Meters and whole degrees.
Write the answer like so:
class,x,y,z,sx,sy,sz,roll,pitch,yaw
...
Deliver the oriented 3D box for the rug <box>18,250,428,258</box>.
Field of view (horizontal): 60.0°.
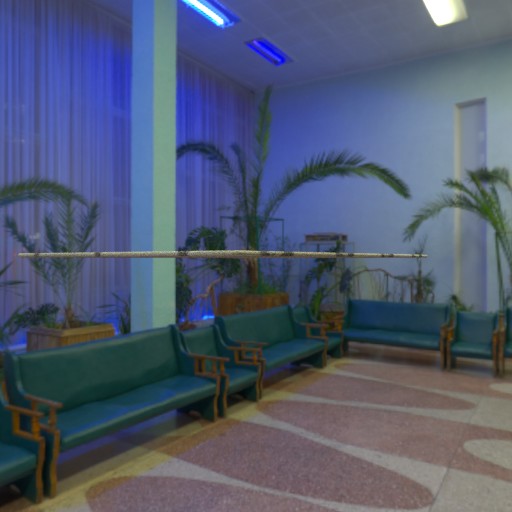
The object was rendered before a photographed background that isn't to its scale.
class,x,y,z,sx,sy,sz,roll,pitch,yaw
rug,0.000,0.000,3.376,1.801,0.026,2.701,0,0,37
